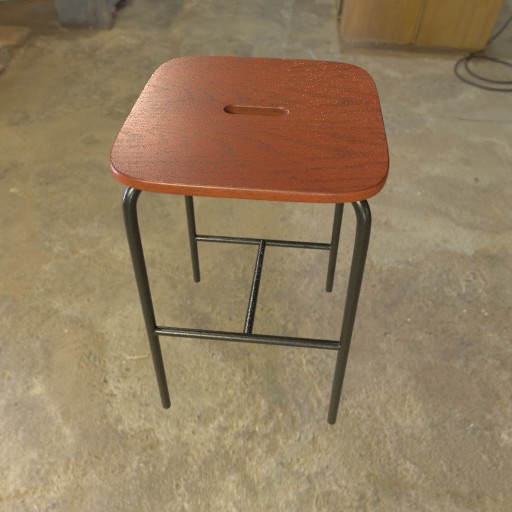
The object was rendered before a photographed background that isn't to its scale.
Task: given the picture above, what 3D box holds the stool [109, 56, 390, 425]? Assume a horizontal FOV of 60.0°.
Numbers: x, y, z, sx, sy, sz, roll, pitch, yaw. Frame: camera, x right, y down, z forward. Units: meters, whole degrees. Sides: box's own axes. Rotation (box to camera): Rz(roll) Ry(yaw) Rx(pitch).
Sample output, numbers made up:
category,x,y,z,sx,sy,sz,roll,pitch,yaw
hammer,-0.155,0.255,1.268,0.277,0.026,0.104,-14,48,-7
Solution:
category,x,y,z,sx,sy,sz,roll,pitch,yaw
stool,0.000,0.000,0.856,0.376,0.610,0.376,4,47,4
